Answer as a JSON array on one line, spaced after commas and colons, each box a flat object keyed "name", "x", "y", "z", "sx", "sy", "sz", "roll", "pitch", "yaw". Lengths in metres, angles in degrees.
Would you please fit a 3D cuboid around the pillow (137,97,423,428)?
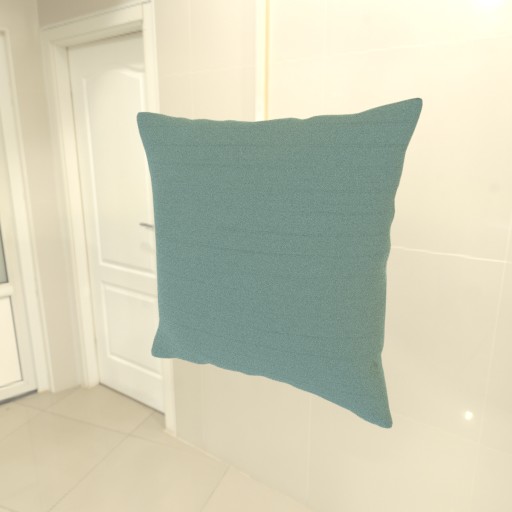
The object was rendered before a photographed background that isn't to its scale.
[{"name": "pillow", "x": 0.000, "y": 0.000, "z": 0.714, "sx": 0.470, "sy": 0.464, "sz": 0.175, "roll": 8, "pitch": 16, "yaw": 28}]
